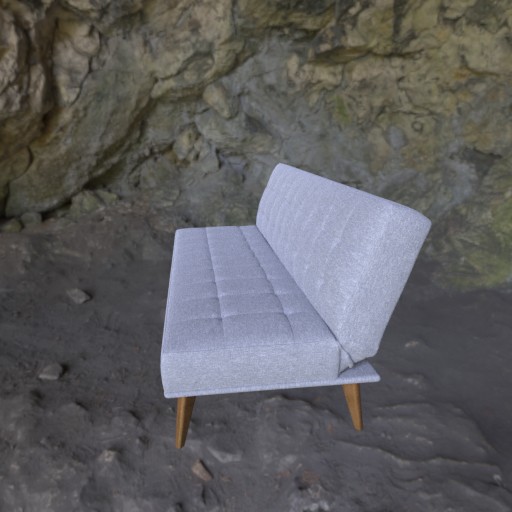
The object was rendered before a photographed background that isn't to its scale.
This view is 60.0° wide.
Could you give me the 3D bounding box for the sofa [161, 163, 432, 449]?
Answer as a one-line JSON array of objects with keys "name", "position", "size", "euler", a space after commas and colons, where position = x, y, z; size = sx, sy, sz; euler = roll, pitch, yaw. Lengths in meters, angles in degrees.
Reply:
[{"name": "sofa", "position": [0.000, 0.000, 2.249], "size": [0.860, 0.810, 1.800], "euler": [-2, 16, -8]}]
